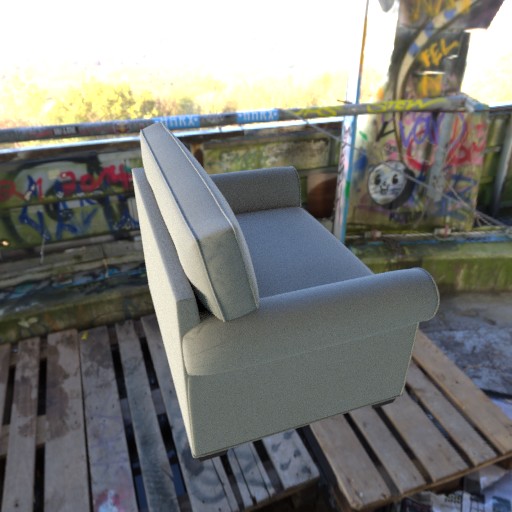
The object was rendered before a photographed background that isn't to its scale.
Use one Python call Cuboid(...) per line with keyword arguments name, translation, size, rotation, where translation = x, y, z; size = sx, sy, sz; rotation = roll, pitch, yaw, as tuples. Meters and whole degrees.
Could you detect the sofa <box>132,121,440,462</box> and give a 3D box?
Cuboid(name="sofa", translation=(0.000, 0.000, 2.067), size=(0.937, 1.006, 1.405), rotation=(-10, 32, -17))
